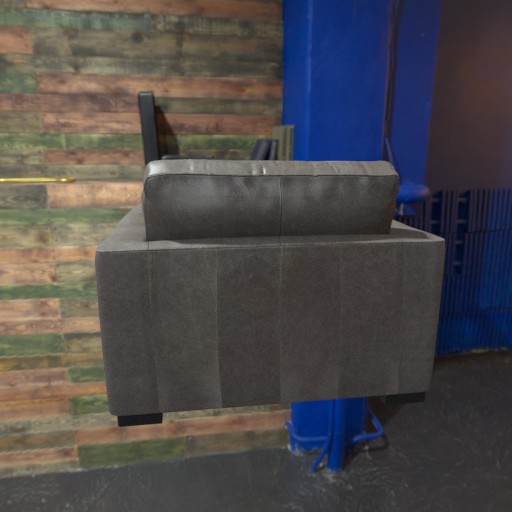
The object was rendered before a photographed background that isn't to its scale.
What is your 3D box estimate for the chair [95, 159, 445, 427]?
[{"bbox_3d":[0.000,0.000,1.843,1.106,0.807,1.080,-2,14,-8],"label":"chair"}]
